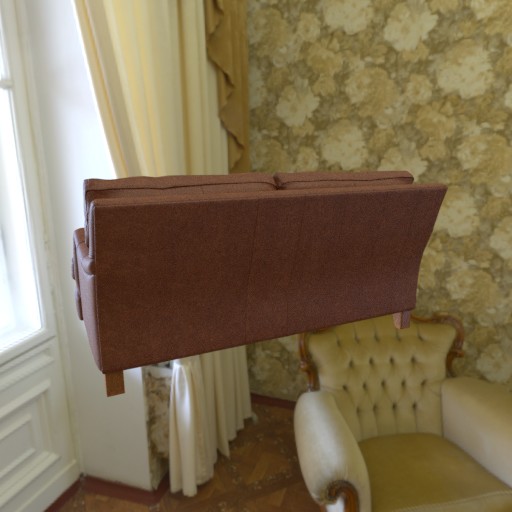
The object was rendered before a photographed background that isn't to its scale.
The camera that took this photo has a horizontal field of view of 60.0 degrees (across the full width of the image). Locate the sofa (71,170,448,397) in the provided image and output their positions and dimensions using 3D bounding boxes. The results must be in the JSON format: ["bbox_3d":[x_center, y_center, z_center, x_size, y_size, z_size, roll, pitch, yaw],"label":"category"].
[{"bbox_3d":[0.000,0.000,2.827,2.144,1.071,1.147,-7,15,-25],"label":"sofa"}]
